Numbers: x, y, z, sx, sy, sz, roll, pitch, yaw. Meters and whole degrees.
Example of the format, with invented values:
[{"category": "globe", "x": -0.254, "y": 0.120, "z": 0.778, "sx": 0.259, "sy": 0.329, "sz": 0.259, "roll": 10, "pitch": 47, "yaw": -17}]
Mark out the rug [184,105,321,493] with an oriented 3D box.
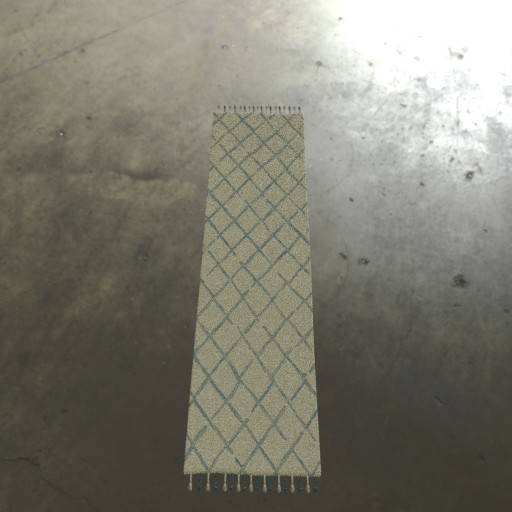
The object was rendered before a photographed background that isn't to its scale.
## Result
[{"category": "rug", "x": 0.000, "y": 0.000, "z": 2.521, "sx": 0.620, "sy": 0.008, "sz": 2.372, "roll": 1, "pitch": 62, "yaw": 0}]
